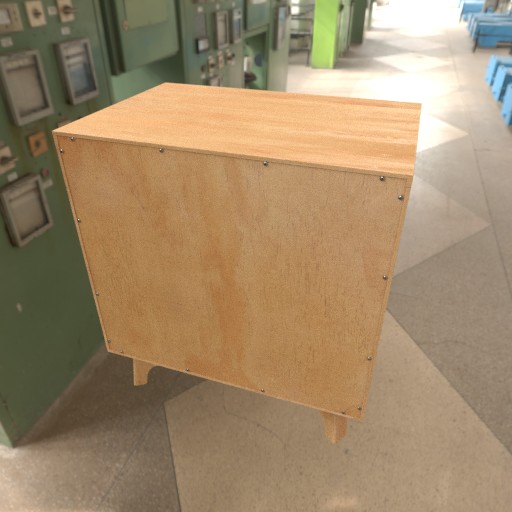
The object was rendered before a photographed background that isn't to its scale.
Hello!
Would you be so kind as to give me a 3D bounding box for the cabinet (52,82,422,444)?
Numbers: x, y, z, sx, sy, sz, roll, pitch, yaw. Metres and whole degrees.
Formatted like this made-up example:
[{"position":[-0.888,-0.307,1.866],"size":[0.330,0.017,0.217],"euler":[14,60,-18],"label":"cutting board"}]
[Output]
[{"position":[0.000,0.000,0.948],"size":[0.551,0.599,0.394],"euler":[11,35,16],"label":"cabinet"}]
